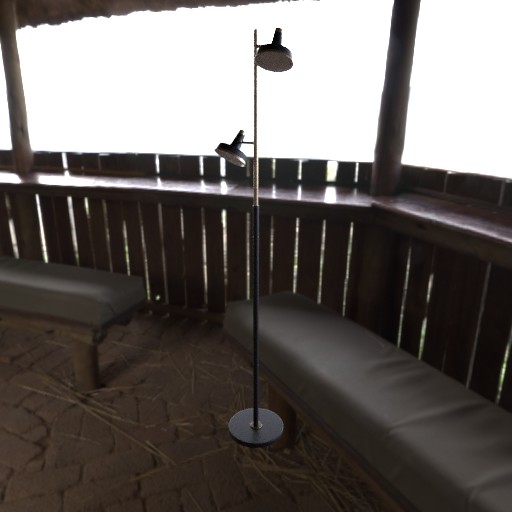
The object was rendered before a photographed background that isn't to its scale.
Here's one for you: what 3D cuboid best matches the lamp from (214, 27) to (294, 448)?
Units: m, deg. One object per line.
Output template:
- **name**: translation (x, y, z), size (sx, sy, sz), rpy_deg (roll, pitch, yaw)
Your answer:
- **lamp**: translation (0.000, 0.000, 1.807), size (0.351, 1.674, 0.253), rpy_deg (15, 23, 41)
